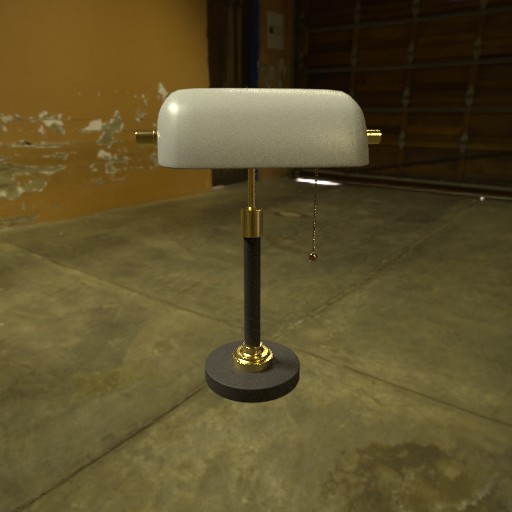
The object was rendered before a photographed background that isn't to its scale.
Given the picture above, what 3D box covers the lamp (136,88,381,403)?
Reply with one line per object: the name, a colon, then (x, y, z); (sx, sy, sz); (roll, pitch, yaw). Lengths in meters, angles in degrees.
lamp: (0.000, 0.000, 0.579); (0.269, 0.404, 0.227); (-2, 17, -7)
